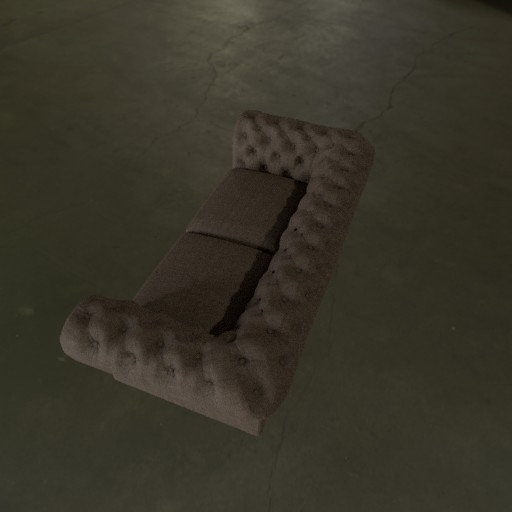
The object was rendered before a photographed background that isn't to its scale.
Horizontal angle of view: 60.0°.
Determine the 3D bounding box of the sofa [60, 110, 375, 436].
[{"bbox_3d":[0.000,0.000,2.543,0.944,0.780,2.048,16,48,15],"label":"sofa"}]
